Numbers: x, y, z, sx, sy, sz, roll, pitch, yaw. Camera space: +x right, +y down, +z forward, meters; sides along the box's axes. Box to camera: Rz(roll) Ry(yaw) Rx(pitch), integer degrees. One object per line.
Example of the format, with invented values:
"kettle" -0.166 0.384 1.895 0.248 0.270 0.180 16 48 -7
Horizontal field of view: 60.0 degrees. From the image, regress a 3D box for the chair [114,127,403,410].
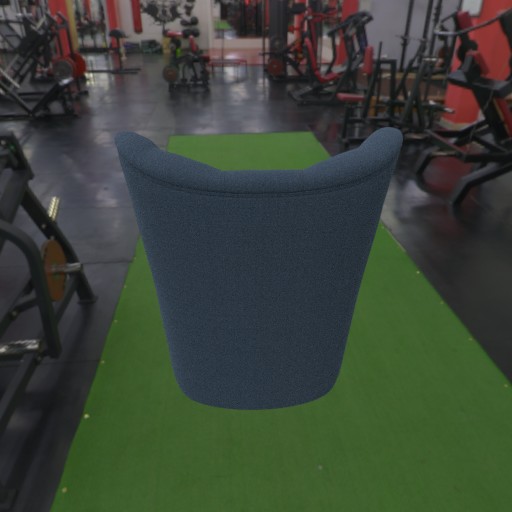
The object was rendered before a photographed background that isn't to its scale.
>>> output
"chair" 0.000 0.000 1.722 0.831 1.079 0.930 -1 29 -2
